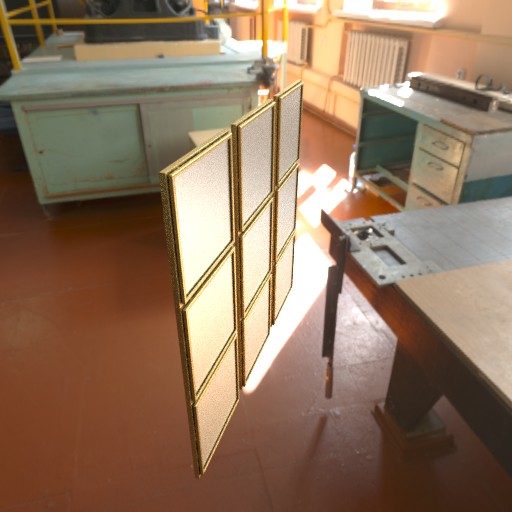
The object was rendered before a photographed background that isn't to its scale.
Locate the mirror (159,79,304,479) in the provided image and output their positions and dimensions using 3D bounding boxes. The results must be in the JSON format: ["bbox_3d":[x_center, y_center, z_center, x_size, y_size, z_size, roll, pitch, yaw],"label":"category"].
[{"bbox_3d":[0.000,0.000,1.448,0.023,0.926,1.011,10,33,16],"label":"mirror"}]
